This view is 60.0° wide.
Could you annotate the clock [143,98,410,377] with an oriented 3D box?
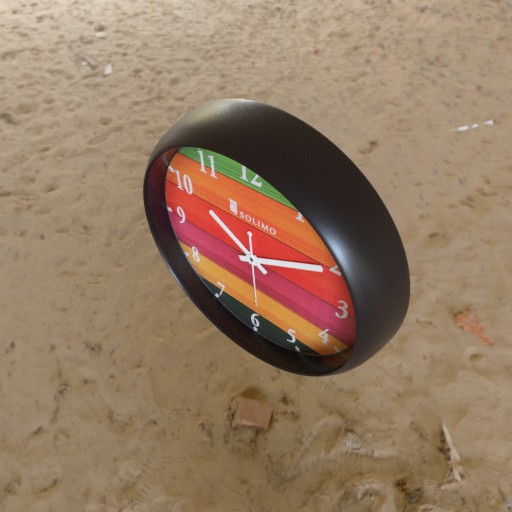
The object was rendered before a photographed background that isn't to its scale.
[{"bbox_3d":[0.000,0.000,0.444,0.300,0.300,0.060,31,54,26],"label":"clock"}]
